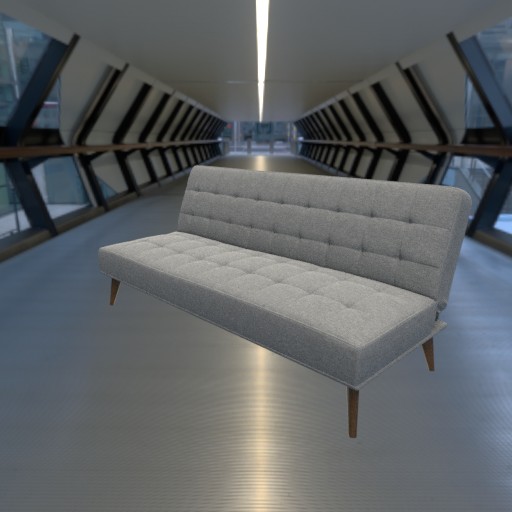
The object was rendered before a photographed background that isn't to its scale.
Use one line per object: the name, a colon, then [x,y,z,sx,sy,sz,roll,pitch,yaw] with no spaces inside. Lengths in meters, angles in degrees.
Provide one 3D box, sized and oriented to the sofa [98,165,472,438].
sofa: [0.000,0.000,2.288,1.800,0.810,0.860,15,22,43]
